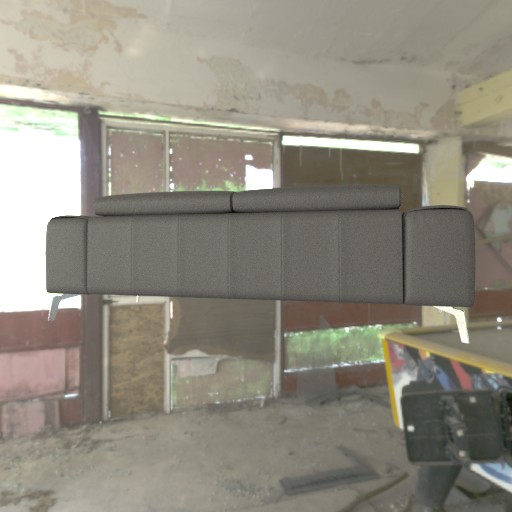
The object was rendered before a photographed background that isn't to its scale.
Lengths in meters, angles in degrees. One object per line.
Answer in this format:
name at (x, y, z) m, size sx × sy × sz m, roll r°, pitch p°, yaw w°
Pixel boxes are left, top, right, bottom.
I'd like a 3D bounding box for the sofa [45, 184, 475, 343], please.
sofa at (0.000, 0.000, 2.766) m, size 2.321 × 0.759 × 1.023 m, roll 0°, pitch 1°, yaw 16°
